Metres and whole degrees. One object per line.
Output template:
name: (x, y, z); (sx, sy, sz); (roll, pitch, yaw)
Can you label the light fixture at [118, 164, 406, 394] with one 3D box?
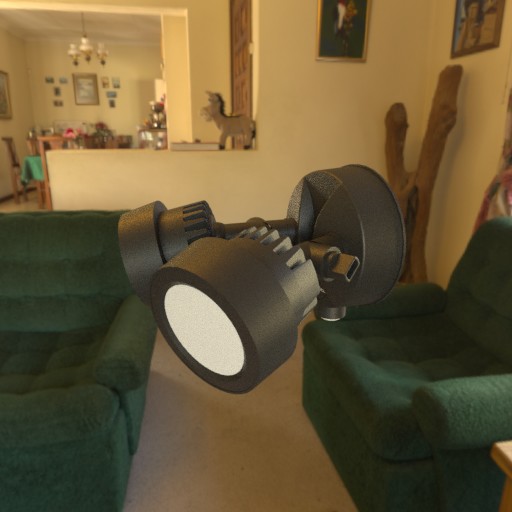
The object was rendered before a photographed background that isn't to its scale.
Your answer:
light fixture: (0.000, 0.000, 0.307); (0.168, 0.120, 0.213); (-8, 18, -25)
